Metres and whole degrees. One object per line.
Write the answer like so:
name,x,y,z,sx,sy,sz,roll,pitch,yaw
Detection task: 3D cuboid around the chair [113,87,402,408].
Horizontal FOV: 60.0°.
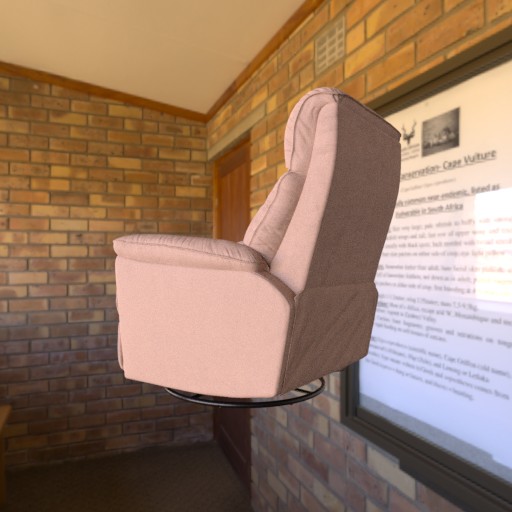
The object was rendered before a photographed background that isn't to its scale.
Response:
chair,0.000,0.000,1.780,1.004,1.037,0.820,-1,-1,36
